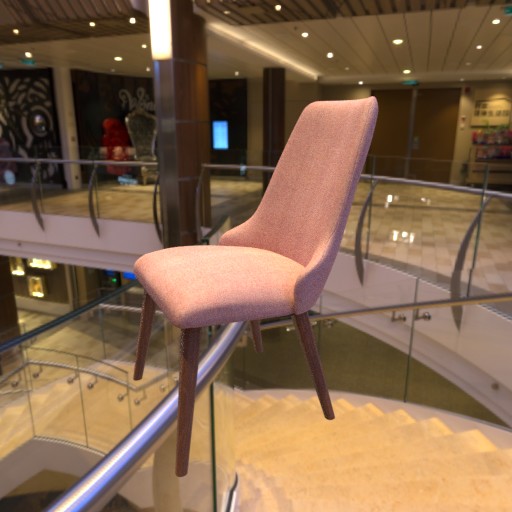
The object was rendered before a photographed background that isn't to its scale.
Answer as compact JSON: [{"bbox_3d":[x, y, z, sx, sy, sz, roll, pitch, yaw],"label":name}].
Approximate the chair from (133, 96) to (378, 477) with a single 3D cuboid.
[{"bbox_3d":[0.000,0.000,1.345,0.707,0.918,0.535,-8,18,-25],"label":"chair"}]
